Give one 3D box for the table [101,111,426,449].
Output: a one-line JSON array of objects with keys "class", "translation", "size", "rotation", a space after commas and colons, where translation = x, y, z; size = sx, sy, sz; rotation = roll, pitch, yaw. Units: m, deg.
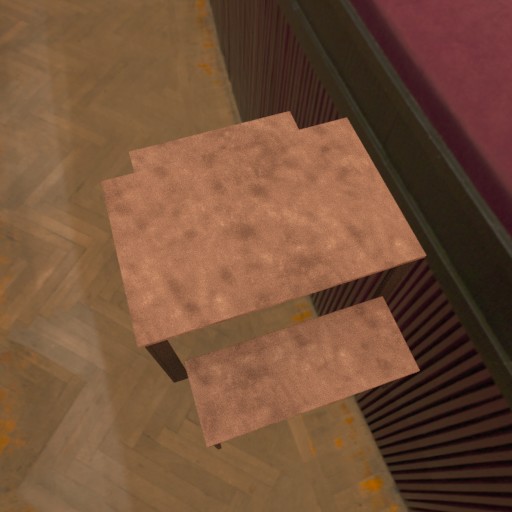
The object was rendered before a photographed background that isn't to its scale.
[{"class": "table", "translation": [0.000, 0.000, 2.054], "size": [1.100, 0.700, 1.443], "rotation": [-17, 64, -8]}]
